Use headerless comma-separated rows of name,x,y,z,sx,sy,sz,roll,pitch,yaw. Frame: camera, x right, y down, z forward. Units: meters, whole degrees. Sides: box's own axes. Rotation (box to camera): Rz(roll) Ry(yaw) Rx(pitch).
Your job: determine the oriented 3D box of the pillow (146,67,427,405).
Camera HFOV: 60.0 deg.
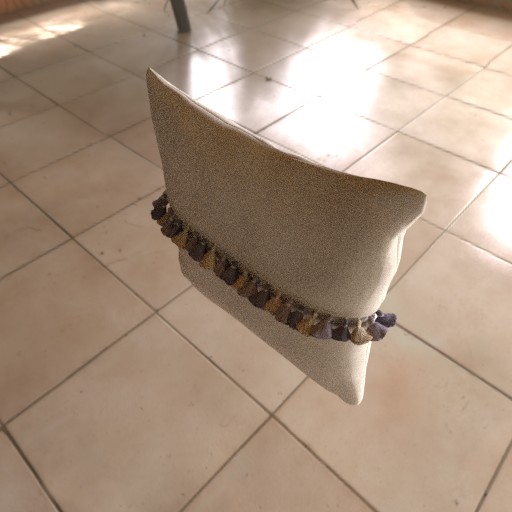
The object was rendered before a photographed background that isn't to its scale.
pillow,0.000,0.000,0.734,0.489,0.481,0.165,33,55,28
